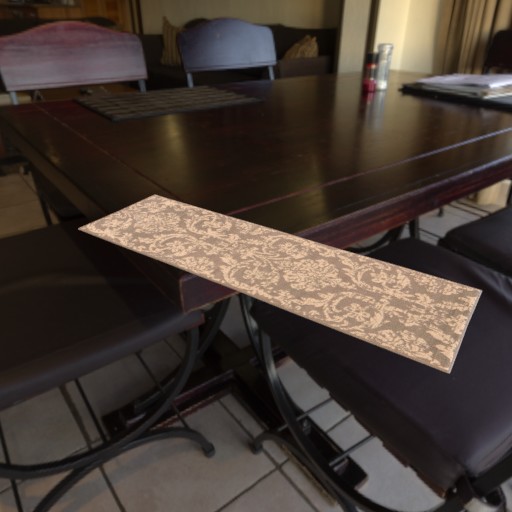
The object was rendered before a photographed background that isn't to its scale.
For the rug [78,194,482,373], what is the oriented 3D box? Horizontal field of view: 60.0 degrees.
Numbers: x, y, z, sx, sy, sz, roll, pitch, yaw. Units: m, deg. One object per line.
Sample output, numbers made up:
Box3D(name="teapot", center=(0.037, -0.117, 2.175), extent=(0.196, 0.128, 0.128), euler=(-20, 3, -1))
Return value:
Box3D(name="rug", center=(0.000, 0.000, 2.438), extent=(2.196, 0.011, 0.662), euler=(18, 35, 29))
